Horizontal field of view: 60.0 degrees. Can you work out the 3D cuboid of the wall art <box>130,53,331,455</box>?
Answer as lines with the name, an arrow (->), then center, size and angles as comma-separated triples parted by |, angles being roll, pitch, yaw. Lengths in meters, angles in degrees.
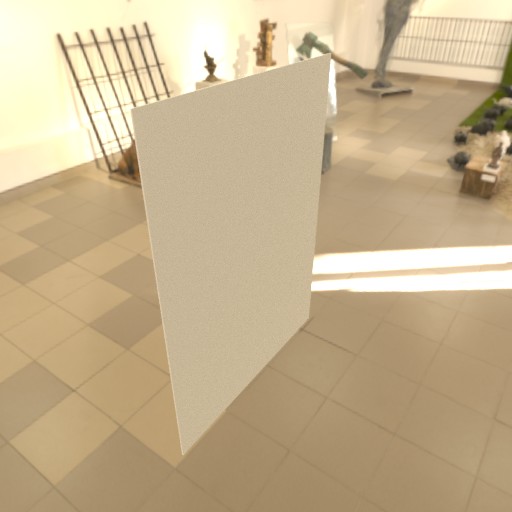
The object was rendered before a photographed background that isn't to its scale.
wall art -> 0.000, 0.000, 0.788 | 0.003, 0.609, 0.457 | 21, 38, 29
